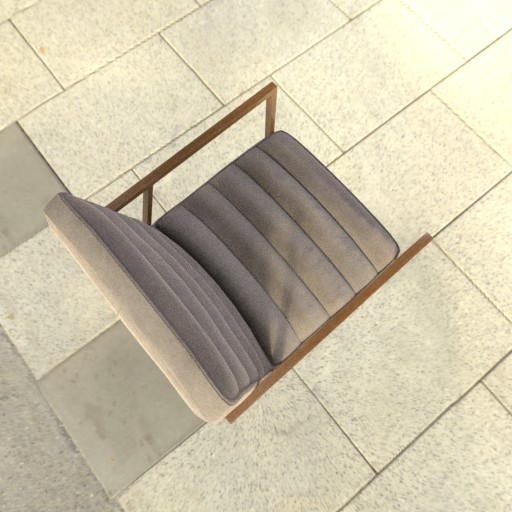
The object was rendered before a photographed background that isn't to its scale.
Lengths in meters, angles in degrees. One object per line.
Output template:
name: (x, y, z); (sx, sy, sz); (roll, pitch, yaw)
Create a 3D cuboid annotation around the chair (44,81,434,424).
chair: (0.000, 0.000, 1.251); (0.682, 0.843, 0.578); (-40, 78, -10)
